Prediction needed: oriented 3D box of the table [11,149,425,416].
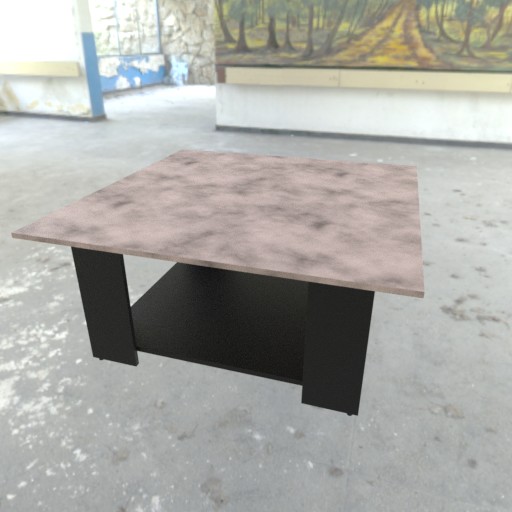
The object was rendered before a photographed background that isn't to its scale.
[{"bbox_3d":[0.000,0.000,1.023,0.670,0.305,0.670,8,27,15],"label":"table"}]
